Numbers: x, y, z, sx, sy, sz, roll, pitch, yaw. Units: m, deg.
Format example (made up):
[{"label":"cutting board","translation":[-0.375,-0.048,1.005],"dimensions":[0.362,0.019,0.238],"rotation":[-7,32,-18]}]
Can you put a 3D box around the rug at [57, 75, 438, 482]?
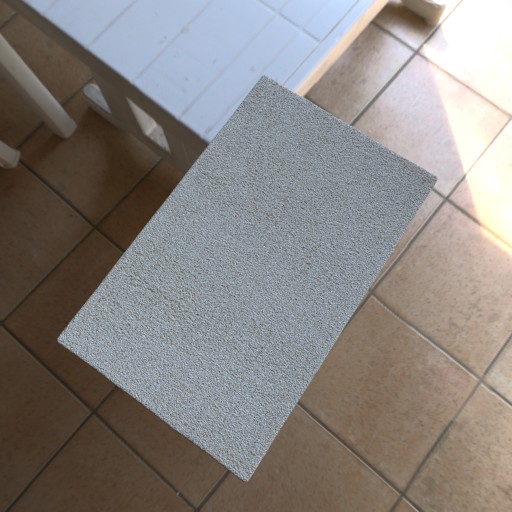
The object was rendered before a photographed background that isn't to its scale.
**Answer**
[{"label":"rug","translation":[0.000,0.000,3.056],"dimensions":[1.524,0.030,2.438],"rotation":[34,78,8]}]
